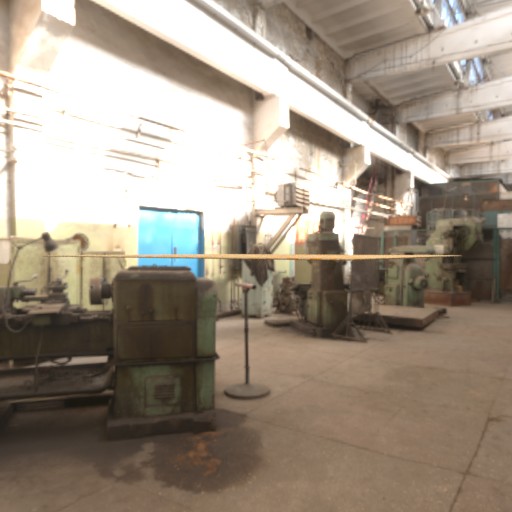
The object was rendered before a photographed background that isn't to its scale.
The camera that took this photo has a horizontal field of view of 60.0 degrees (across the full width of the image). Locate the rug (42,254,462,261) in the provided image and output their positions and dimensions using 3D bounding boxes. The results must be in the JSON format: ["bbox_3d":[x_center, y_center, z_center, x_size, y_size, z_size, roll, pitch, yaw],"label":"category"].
[{"bbox_3d":[0.000,0.000,4.102,3.037,0.011,2.433,0,1,36],"label":"rug"}]
